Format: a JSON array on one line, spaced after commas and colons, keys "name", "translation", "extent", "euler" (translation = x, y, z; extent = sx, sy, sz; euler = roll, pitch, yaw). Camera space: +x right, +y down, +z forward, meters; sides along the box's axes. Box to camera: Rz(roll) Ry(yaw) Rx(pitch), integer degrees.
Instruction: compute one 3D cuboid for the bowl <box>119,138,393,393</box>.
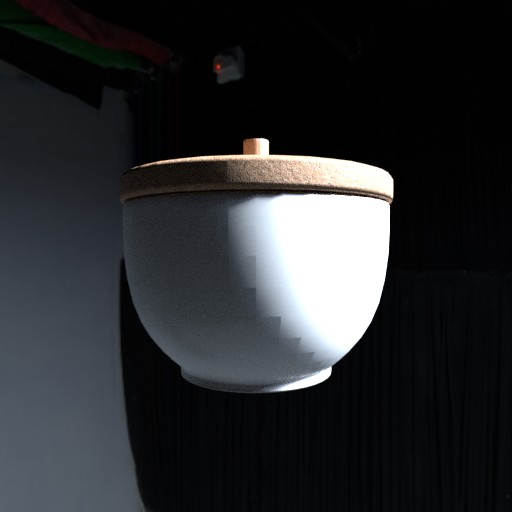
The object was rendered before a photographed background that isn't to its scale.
[{"name": "bowl", "translation": [0.000, 0.000, 0.214], "extent": [0.126, 0.110, 0.126], "euler": [0, 1, 0]}]
